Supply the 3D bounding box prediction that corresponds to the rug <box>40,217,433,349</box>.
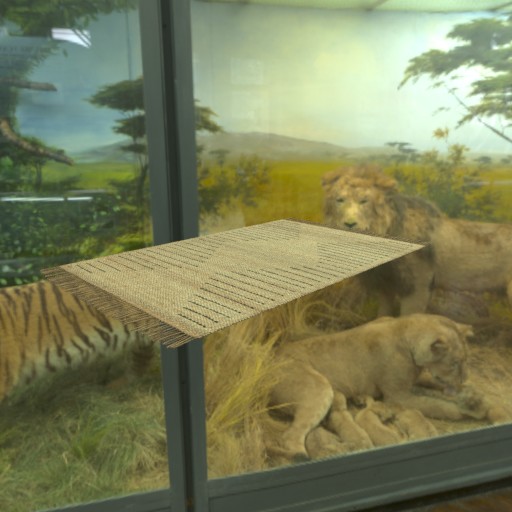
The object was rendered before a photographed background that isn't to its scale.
[{"bbox_3d":[0.000,0.000,2.609,1.224,0.027,2.085,15,22,43],"label":"rug"}]
